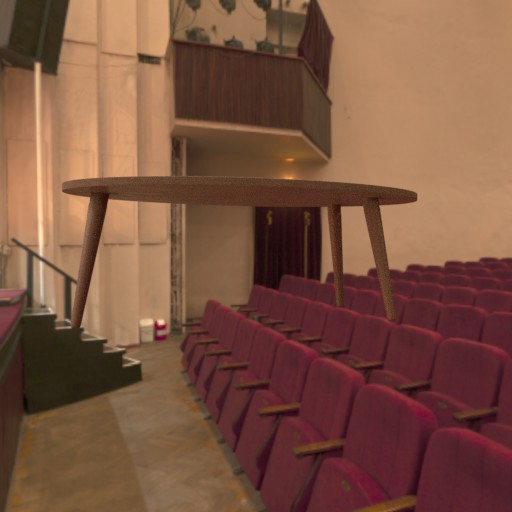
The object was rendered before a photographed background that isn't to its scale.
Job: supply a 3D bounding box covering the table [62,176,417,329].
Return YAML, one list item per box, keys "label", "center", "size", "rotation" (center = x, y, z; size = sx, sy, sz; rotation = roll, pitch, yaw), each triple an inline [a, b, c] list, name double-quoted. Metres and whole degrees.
- label: "table"
  center: [0.000, 0.000, 1.349]
  size: [1.083, 0.390, 0.542]
  rotation: [0, 2, -18]
